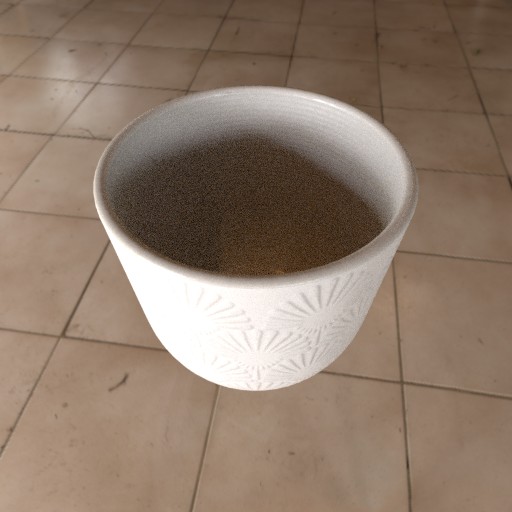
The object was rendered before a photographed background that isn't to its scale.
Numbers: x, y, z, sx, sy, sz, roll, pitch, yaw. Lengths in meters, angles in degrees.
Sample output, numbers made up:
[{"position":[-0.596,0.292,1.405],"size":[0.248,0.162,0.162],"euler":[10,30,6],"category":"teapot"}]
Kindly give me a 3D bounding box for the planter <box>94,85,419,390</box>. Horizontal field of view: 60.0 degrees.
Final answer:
[{"position":[0.000,0.000,0.292],"size":[0.170,0.152,0.170],"euler":[0,48,0],"category":"planter"}]
